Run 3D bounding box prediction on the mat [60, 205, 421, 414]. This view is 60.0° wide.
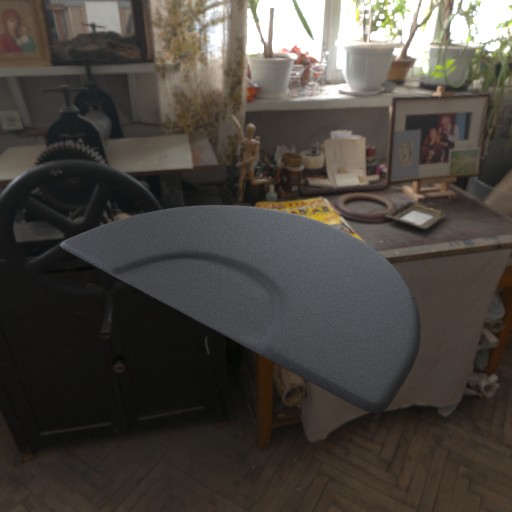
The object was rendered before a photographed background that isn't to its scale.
[{"bbox_3d":[0.000,0.000,1.862,1.525,0.022,0.917,21,37,32],"label":"mat"}]
